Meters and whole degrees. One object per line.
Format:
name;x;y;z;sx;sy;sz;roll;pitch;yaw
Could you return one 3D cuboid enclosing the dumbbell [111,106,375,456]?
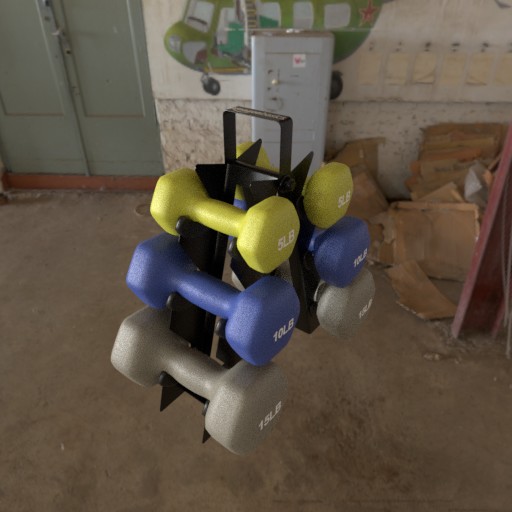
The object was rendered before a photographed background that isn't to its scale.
dumbbell;0.000;0.000;0.672;0.261;0.426;0.416;23;39;31
